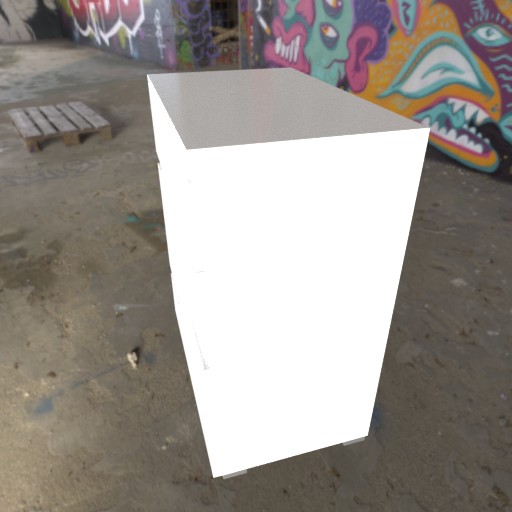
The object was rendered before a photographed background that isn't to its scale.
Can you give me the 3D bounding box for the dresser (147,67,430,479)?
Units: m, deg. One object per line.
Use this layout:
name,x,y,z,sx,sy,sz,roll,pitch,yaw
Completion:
dresser,0.000,0.000,1.148,0.400,0.800,0.650,-9,33,-14
